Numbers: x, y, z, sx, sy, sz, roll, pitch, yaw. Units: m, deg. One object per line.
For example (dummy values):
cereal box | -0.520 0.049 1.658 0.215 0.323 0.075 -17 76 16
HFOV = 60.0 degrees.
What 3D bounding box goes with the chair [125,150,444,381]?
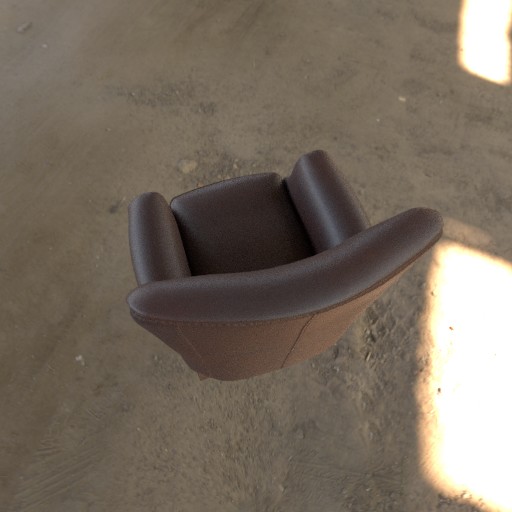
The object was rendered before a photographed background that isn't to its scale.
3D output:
chair | 0.000 0.000 1.329 0.700 0.800 0.746 -16 60 -9
